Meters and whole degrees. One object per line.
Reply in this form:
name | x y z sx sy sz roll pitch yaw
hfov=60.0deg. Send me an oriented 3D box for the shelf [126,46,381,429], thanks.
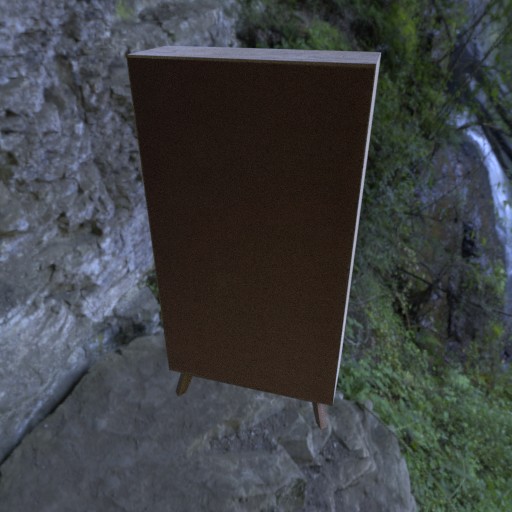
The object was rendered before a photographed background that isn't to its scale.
shelf | 0.000 0.000 1.759 0.748 1.471 0.308 8 32 14
